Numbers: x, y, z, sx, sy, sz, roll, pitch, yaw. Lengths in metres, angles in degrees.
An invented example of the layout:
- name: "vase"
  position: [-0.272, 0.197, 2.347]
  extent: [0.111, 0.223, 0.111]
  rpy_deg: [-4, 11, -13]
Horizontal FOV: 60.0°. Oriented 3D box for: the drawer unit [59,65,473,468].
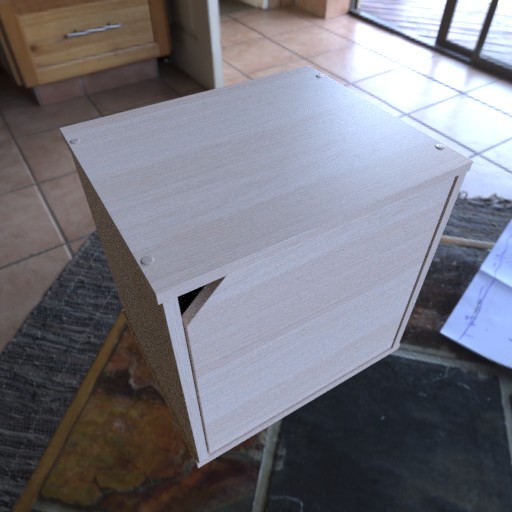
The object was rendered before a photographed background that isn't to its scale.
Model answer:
- name: "drawer unit"
  position: [0.000, 0.000, 0.601]
  extent: [0.349, 0.344, 0.290]
  rpy_deg: [-23, 49, -22]
